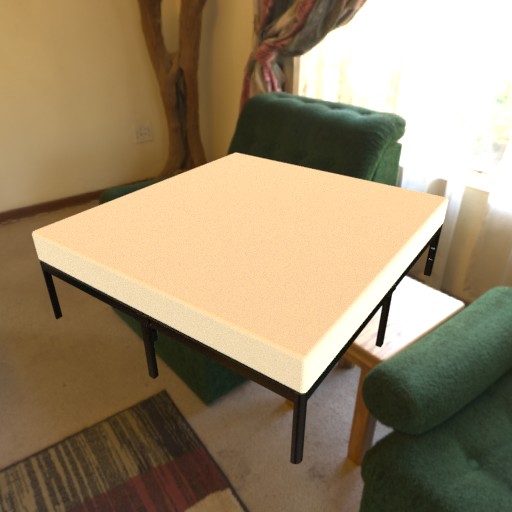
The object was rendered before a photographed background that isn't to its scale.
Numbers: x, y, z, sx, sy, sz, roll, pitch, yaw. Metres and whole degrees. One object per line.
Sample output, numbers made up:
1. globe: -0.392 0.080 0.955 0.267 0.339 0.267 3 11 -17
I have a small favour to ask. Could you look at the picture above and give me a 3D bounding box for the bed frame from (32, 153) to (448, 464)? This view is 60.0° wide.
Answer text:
1. bed frame: 0.000 0.000 3.117 1.963 0.659 2.079 19 35 30
